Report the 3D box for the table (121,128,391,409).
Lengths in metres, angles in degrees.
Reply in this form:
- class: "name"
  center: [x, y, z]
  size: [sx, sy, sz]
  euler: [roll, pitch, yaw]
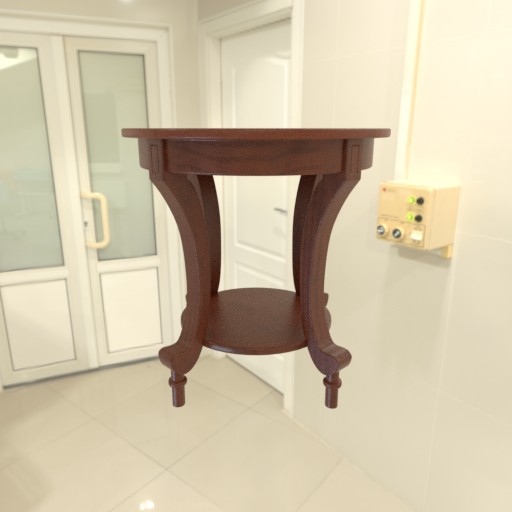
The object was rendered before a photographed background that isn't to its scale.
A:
- class: "table"
  center: [0.000, 0.000, 1.106]
  size: [0.597, 0.612, 0.597]
  euler: [0, 16, 0]
